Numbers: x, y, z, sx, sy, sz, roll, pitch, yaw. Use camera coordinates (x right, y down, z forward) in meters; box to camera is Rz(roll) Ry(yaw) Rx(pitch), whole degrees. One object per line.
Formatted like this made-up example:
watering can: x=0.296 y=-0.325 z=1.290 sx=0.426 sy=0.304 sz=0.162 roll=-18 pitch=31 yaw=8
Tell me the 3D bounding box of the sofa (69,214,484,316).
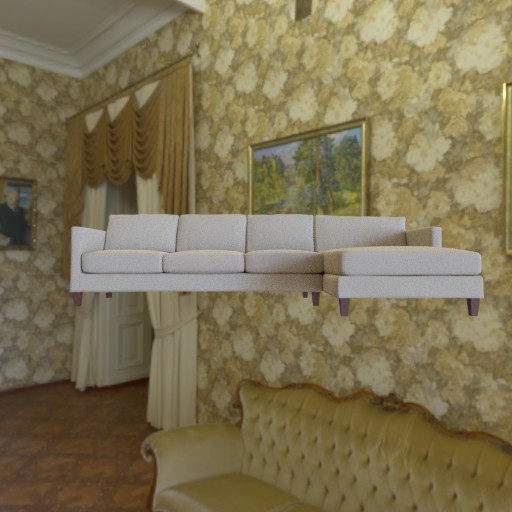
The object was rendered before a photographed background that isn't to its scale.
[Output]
sofa: x=0.000 y=0.000 z=3.889 sx=3.186 sy=0.861 sz=1.625 roll=0 pitch=0 yaw=0
